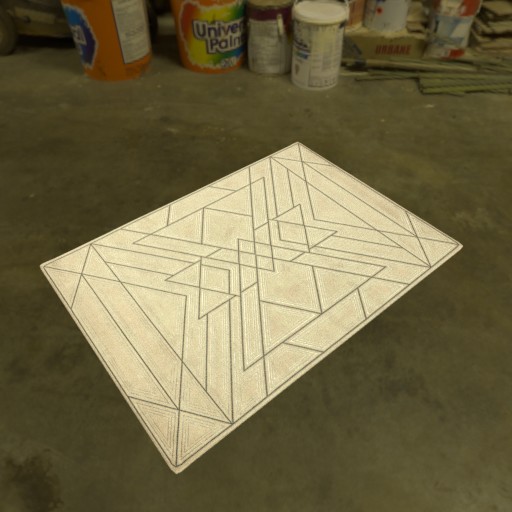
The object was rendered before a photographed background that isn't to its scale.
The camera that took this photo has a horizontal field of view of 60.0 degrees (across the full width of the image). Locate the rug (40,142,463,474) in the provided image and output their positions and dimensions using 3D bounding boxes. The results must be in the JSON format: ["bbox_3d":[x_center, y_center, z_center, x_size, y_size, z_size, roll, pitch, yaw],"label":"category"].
[{"bbox_3d":[0.000,0.000,4.327,3.381,0.026,2.436,-31,54,-26],"label":"rug"}]
